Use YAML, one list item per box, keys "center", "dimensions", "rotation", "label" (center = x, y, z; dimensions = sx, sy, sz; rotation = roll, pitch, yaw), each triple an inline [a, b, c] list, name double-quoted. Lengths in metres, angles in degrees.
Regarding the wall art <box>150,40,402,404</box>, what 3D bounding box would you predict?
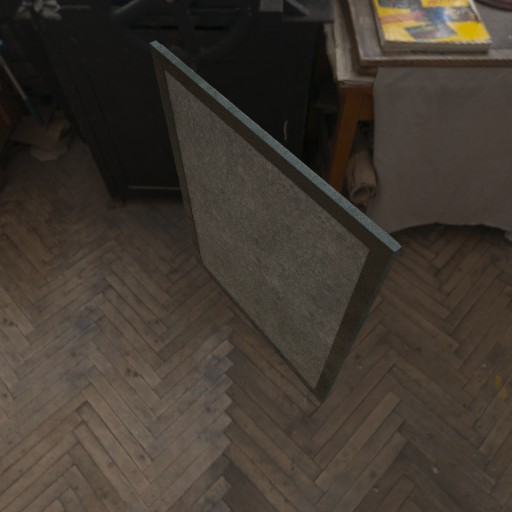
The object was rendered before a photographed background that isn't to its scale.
- center: [0.000, 0.000, 1.314]
  dimensions: [0.030, 0.983, 0.767]
  rotation: [-34, 64, -20]
  label: "wall art"
